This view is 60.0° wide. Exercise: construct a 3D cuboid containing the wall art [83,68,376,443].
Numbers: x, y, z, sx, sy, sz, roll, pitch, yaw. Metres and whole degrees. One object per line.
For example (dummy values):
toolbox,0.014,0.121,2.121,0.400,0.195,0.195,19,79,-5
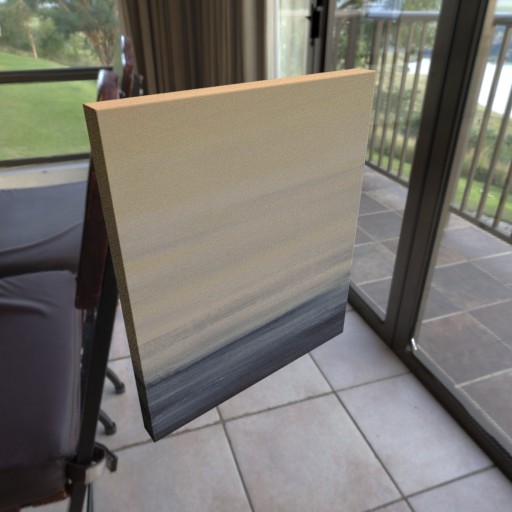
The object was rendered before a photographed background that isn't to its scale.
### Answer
wall art,0.000,0.000,0.699,0.435,0.511,0.037,-21,37,-32
